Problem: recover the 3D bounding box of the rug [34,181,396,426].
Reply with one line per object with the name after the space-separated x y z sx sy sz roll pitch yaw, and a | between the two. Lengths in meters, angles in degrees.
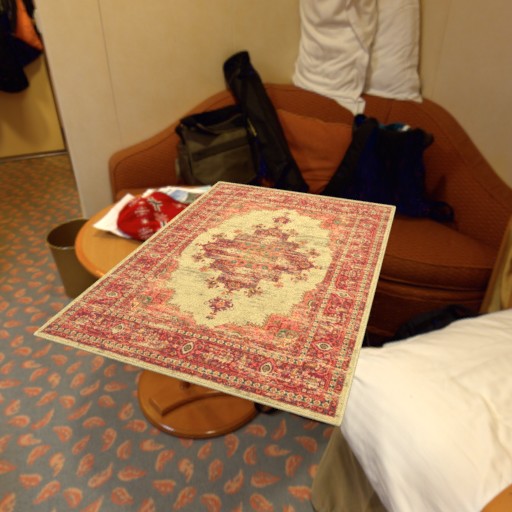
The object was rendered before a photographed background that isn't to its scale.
0.000 0.000 3.714 2.005 0.014 2.878 11 32 18 | rug
